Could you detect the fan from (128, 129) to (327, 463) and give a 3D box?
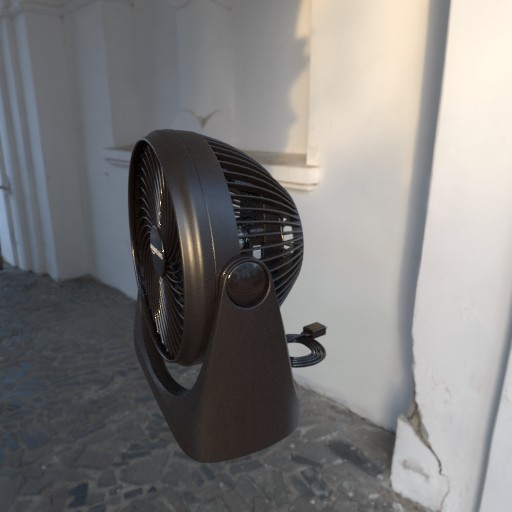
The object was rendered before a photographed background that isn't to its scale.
[{"bbox_3d":[0.000,0.000,0.501,0.256,0.277,0.273,-8,19,-25],"label":"fan"}]
